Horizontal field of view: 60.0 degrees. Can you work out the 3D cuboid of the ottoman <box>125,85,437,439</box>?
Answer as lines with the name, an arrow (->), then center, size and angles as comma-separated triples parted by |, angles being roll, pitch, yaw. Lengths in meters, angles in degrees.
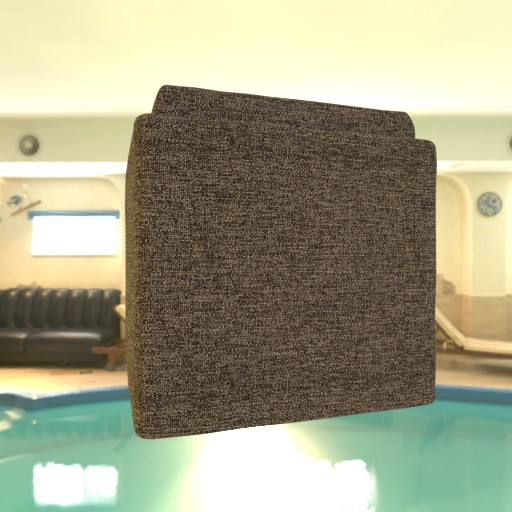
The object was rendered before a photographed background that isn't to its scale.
ottoman -> 0.000, 0.000, 0.807 | 0.450, 0.463, 0.450 | 0, 1, -18
